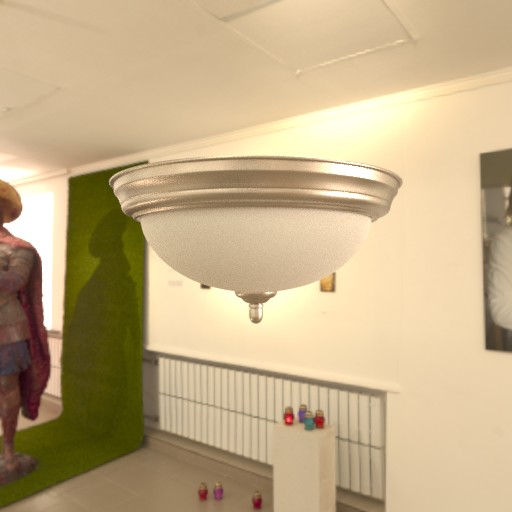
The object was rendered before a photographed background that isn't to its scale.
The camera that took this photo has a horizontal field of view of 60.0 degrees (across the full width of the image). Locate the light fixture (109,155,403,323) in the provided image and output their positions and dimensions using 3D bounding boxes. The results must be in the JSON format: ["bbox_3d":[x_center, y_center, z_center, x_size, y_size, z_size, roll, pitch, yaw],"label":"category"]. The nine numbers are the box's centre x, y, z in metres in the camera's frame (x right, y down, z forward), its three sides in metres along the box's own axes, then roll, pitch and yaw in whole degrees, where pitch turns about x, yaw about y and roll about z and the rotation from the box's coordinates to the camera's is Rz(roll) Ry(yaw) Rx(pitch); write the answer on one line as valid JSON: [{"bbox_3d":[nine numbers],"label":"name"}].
[{"bbox_3d":[0.000,0.000,0.444,0.280,0.135,0.280,0,-1,0],"label":"light fixture"}]
